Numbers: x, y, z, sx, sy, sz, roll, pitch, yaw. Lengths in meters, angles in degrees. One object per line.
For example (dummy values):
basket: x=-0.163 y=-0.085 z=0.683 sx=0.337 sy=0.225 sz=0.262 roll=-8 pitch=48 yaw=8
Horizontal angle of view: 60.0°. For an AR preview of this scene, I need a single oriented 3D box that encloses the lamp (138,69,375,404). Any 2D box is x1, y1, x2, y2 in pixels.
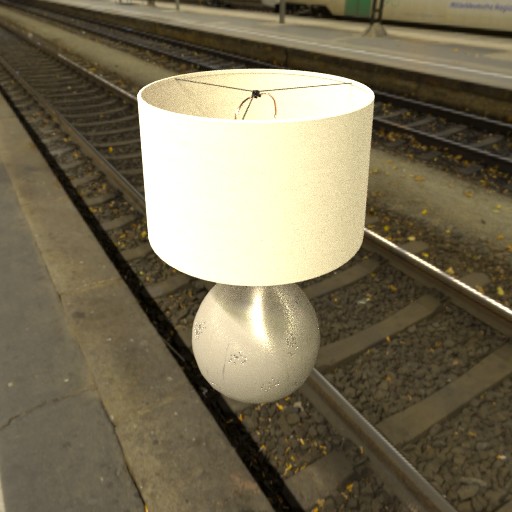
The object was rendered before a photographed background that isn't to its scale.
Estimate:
lamp: x=0.000 y=0.000 z=0.726 sx=0.330 sy=0.521 sz=0.330 roll=0 pitch=32 yaw=0
